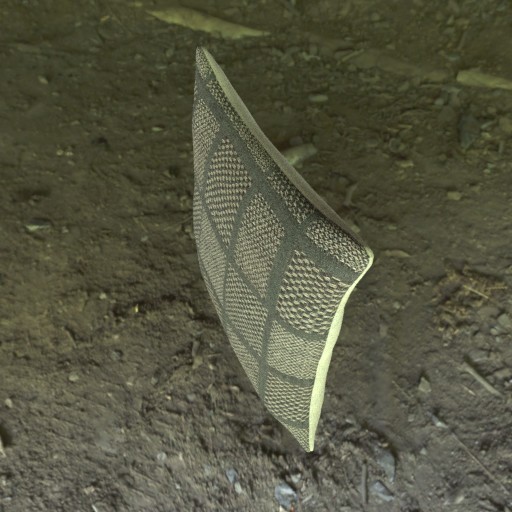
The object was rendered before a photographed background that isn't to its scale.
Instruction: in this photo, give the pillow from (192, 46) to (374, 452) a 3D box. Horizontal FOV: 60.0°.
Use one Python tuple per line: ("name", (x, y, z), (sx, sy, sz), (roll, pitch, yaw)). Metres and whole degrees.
("pillow", (0.000, 0.000, 0.638), (0.138, 0.432, 0.435), (-17, 49, -15))
